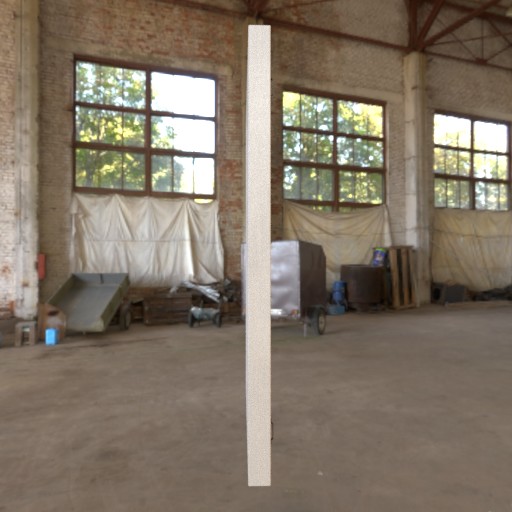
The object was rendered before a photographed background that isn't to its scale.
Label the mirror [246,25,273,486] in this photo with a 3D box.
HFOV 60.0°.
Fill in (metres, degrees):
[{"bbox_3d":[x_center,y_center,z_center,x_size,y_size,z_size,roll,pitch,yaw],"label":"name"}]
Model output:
[{"bbox_3d":[0.000,0.000,0.936,0.039,0.710,0.507,0,-1,-2],"label":"mirror"}]
